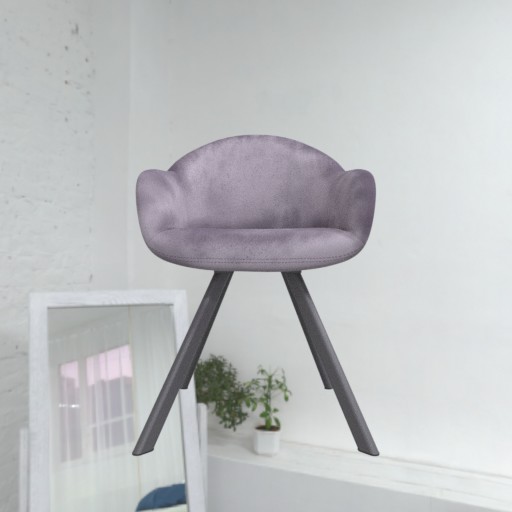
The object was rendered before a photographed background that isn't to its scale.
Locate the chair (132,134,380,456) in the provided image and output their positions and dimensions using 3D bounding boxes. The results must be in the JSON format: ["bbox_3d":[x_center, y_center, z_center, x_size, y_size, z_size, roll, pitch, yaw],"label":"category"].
[{"bbox_3d":[0.000,0.000,1.171,0.550,0.795,0.590,0,-1,0],"label":"chair"}]
